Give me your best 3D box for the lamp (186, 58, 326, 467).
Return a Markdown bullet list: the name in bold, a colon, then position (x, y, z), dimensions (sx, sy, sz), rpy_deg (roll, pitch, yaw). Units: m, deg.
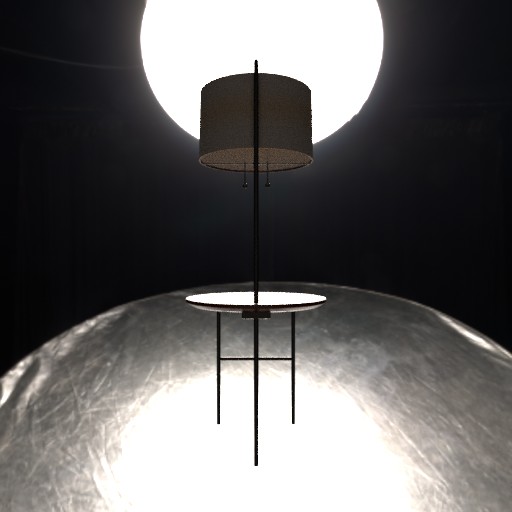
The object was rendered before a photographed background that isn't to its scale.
- **lamp**: position (0.000, 0.000, 1.833), dimensions (0.573, 1.517, 0.573), rpy_deg (0, 0, 0)
